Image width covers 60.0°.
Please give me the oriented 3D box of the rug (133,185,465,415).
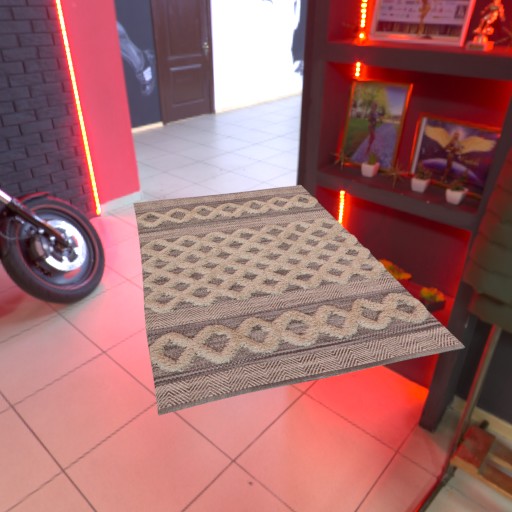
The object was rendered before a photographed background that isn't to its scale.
[{"bbox_3d":[0.000,0.000,2.382,1.222,0.030,1.823,-8,31,-14],"label":"rug"}]
